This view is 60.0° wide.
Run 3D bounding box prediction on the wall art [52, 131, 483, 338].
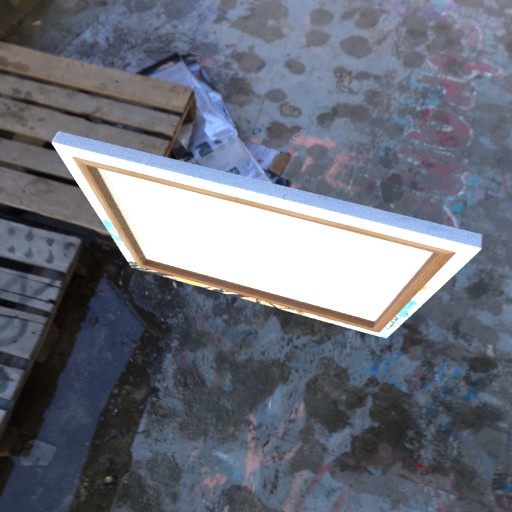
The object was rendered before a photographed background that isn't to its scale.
[{"bbox_3d":[0.000,0.000,1.357,1.016,0.762,0.038,15,66,7],"label":"wall art"}]
